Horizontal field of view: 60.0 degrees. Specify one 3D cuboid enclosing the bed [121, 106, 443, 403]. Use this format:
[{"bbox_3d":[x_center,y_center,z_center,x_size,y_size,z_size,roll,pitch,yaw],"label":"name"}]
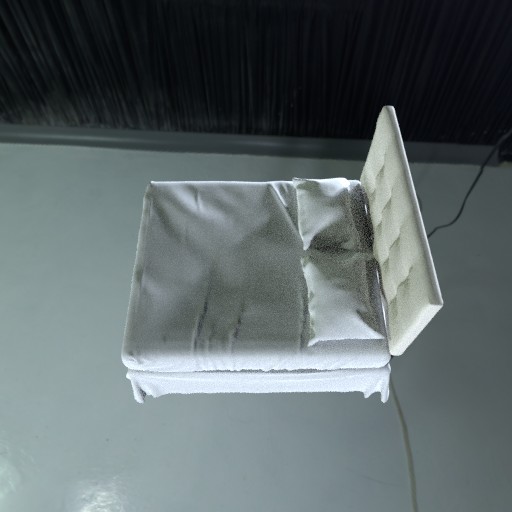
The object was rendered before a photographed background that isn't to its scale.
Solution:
[{"bbox_3d":[0.000,0.000,3.504,2.222,1.577,1.936,0,59,0],"label":"bed"}]
